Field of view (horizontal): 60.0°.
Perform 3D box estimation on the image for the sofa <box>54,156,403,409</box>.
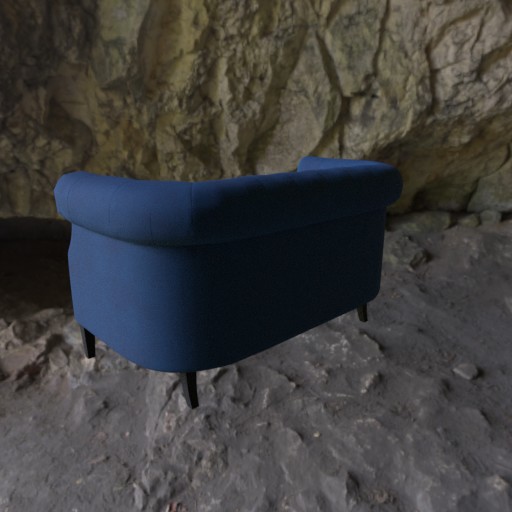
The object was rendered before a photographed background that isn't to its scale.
[{"bbox_3d":[0.000,0.000,2.049,1.558,0.827,0.835,-15,22,-41],"label":"sofa"}]
